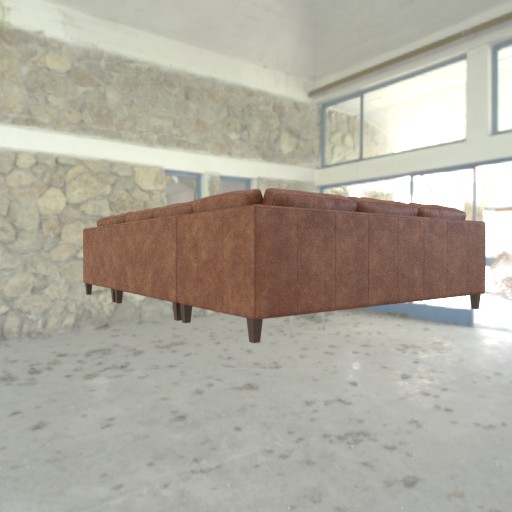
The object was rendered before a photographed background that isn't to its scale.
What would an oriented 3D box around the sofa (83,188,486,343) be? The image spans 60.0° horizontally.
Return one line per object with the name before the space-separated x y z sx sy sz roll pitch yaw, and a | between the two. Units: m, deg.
sofa | 0.000 0.000 4.403 2.452 0.888 3.324 -1 1 -36
